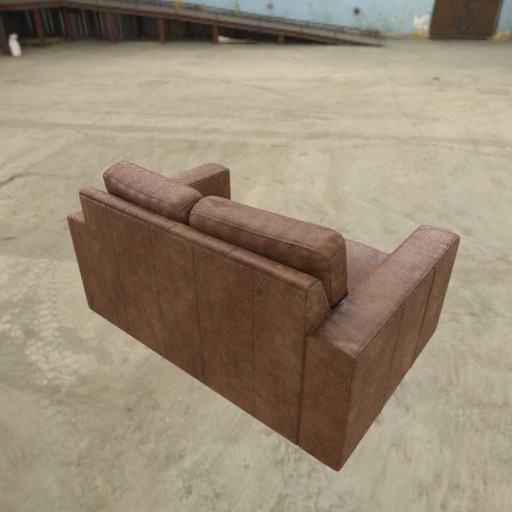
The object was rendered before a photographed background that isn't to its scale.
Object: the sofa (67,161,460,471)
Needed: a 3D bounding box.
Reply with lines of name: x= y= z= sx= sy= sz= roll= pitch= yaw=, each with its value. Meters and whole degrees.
sofa: x=0.000 y=0.000 z=2.218 sx=1.626 sy=0.889 sz=1.041 roll=22 pitch=38 yaw=32
